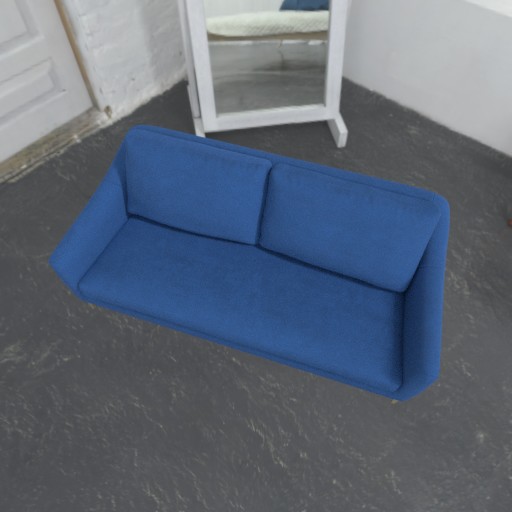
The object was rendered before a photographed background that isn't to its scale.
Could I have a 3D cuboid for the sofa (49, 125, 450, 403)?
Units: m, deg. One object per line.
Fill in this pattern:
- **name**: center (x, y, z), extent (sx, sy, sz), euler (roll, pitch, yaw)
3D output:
- **sofa**: center (0.000, 0.000, 2.522), extent (2.036, 0.903, 0.960), euler (15, 59, 10)
